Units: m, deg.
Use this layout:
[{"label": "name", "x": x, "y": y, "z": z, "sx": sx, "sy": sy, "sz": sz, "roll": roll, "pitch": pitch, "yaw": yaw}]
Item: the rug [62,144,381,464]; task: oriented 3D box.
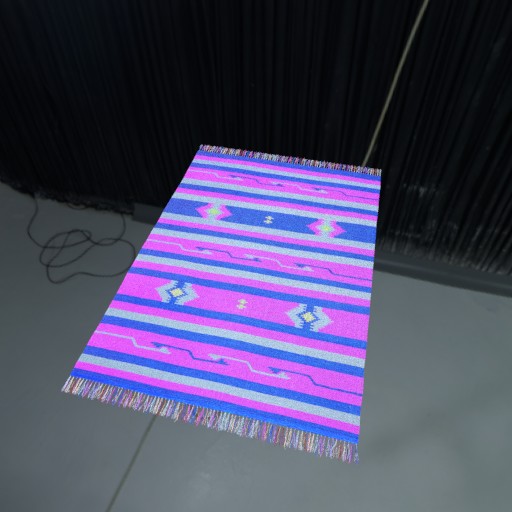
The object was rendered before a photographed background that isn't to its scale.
[{"label": "rug", "x": 0.000, "y": 0.000, "z": 2.940, "sx": 1.539, "sy": 0.013, "sz": 2.350, "roll": 10, "pitch": 48, "yaw": 9}]
